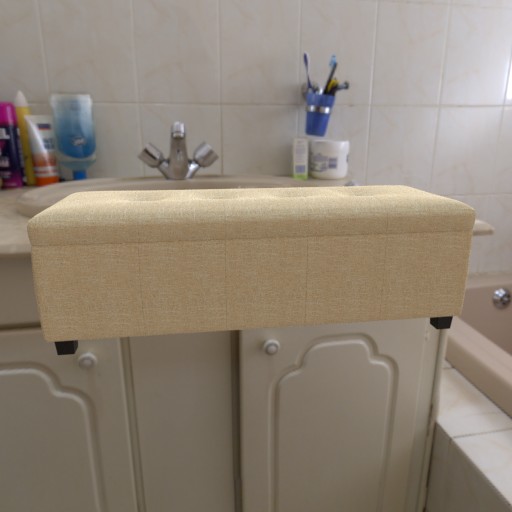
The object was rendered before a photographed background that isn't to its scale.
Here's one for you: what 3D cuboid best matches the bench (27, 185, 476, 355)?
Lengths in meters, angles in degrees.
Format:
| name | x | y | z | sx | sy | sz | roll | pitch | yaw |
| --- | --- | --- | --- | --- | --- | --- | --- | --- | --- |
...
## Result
| name | x | y | z | sx | sy | sz | roll | pitch | yaw |
| --- | --- | --- | --- | --- | --- | --- | --- | --- | --- |
| bench | 0.000 | 0.000 | 1.425 | 1.219 | 0.406 | 0.432 | -2 | 17 | -8 |
